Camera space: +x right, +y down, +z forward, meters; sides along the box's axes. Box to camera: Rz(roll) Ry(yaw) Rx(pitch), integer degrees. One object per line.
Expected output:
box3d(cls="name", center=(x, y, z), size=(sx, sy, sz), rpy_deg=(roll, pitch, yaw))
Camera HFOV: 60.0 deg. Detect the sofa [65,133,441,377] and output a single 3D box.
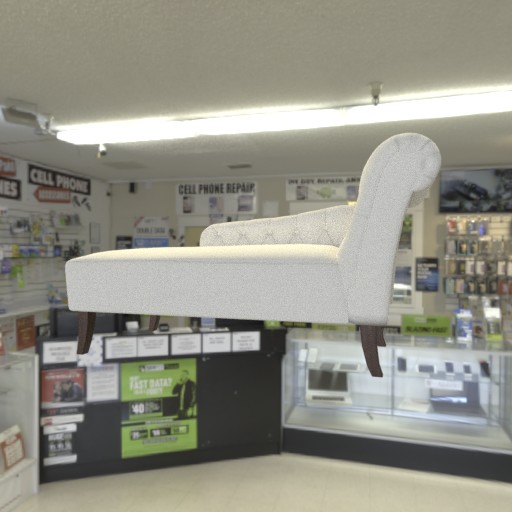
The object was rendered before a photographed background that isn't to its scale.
box3d(cls="sofa", center=(0.000, 0.000, 1.850), size=(1.379, 0.787, 0.675), rpy_deg=(0, 1, 18))
